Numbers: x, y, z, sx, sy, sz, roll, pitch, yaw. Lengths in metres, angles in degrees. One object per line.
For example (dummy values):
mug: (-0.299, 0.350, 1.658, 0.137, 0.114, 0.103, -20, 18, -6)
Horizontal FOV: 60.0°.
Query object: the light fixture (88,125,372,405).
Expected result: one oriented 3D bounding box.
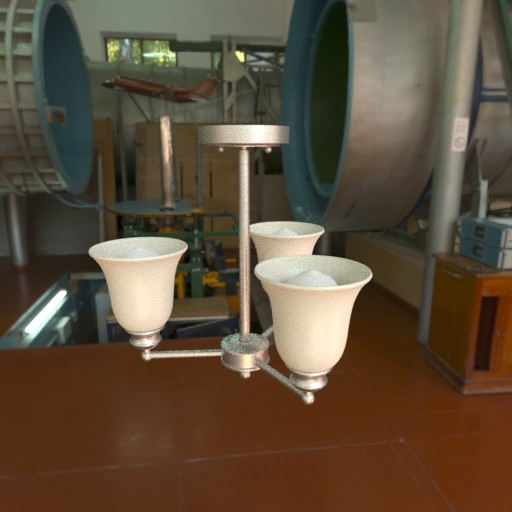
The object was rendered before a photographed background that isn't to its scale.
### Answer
light fixture: (0.000, 0.000, 0.665, 0.388, 0.370, 0.354, 7, 16, 26)
